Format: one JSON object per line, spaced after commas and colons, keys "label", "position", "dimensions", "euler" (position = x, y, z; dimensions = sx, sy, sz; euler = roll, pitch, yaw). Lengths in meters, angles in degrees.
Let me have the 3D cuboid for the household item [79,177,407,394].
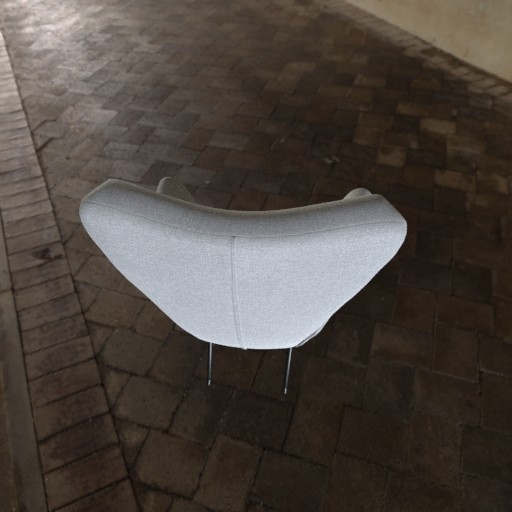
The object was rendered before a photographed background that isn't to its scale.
{"label": "household item", "position": [0.000, 0.000, 1.796], "dimensions": [0.980, 1.050, 0.900], "euler": [4, 46, 4]}
